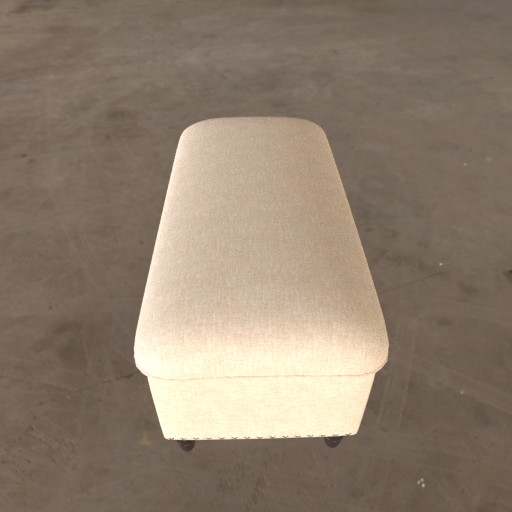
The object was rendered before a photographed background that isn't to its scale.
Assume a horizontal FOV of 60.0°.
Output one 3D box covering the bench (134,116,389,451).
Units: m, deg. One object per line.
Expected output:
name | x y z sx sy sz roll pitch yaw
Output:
bench | 0.000 0.000 1.250 0.483 0.483 0.991 -1 41 -1
